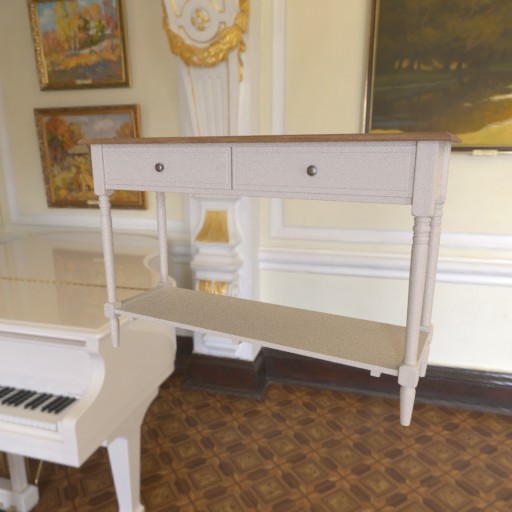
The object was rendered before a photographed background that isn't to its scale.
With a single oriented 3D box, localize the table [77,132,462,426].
[{"bbox_3d":[0.000,0.000,1.551,1.219,0.800,0.399,7,15,27],"label":"table"}]
